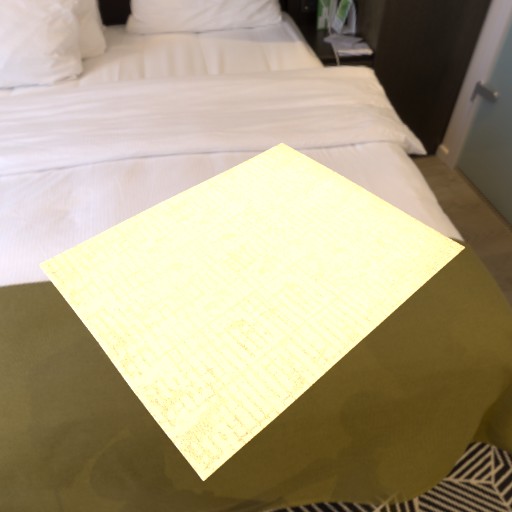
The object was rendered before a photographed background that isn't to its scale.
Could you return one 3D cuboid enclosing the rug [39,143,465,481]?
[{"bbox_3d":[0.000,0.000,4.055,3.061,0.014,2.447,-33,54,-28],"label":"rug"}]
